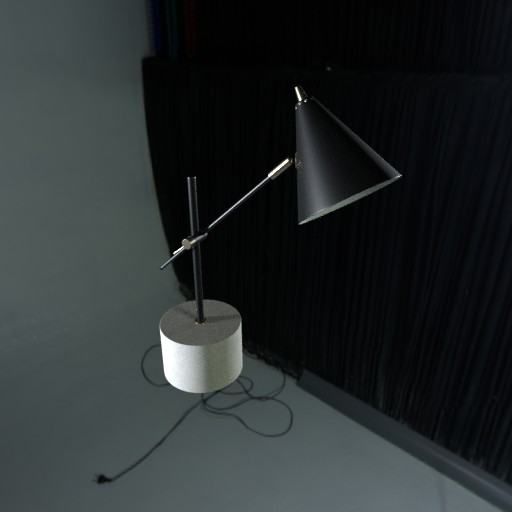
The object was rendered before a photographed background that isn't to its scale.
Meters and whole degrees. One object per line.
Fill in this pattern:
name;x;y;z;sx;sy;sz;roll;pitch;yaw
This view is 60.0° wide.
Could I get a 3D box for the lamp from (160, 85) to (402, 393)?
lamp;0.000;0.000;0.722;0.403;0.518;0.214;19;32;33
